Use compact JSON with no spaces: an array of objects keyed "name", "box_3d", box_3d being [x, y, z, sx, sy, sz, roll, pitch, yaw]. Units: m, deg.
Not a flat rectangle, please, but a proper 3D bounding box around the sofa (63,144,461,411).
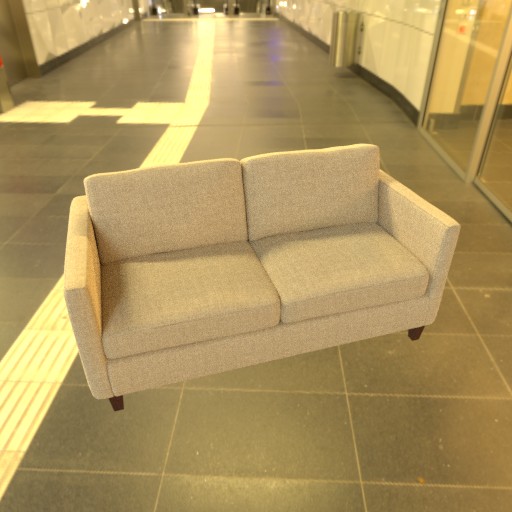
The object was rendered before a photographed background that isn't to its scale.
[{"name":"sofa","box_3d":[0.000,0.000,2.461,1.884,0.963,0.950,-9,33,-14]}]
